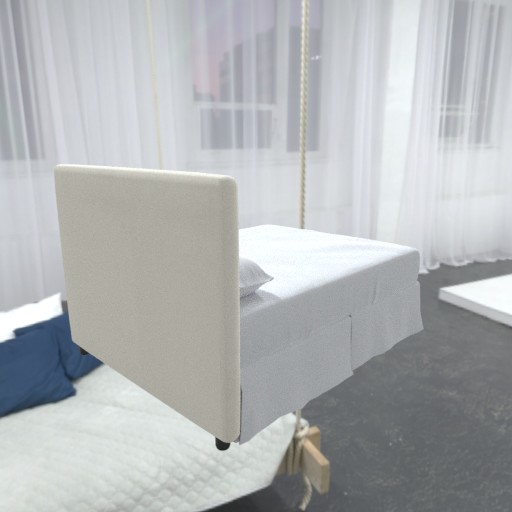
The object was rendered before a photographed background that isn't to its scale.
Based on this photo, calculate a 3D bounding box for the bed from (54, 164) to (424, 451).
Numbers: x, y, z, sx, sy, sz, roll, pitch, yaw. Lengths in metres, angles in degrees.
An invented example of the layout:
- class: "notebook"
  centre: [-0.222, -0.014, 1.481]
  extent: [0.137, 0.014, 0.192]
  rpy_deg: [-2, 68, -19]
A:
- class: "bed"
  centre: [0.000, 0.000, 3.213]
  extent: [1.713, 1.330, 2.142]
  rpy_deg: [13, 19, 42]
